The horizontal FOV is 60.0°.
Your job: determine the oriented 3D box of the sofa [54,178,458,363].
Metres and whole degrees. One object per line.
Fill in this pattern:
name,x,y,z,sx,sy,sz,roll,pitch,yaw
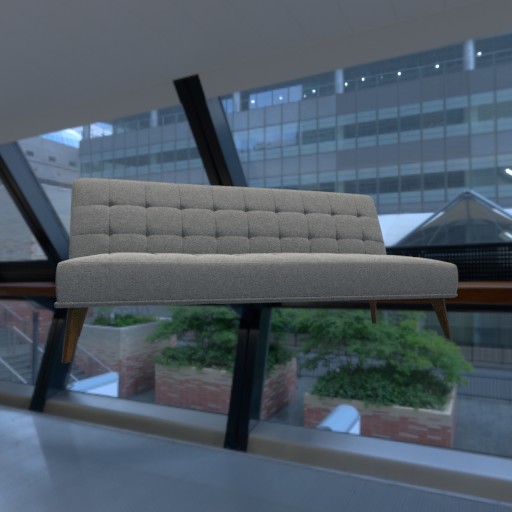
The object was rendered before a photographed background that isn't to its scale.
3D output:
sofa,0.000,0.000,2.265,1.800,0.810,0.860,1,-2,-19
